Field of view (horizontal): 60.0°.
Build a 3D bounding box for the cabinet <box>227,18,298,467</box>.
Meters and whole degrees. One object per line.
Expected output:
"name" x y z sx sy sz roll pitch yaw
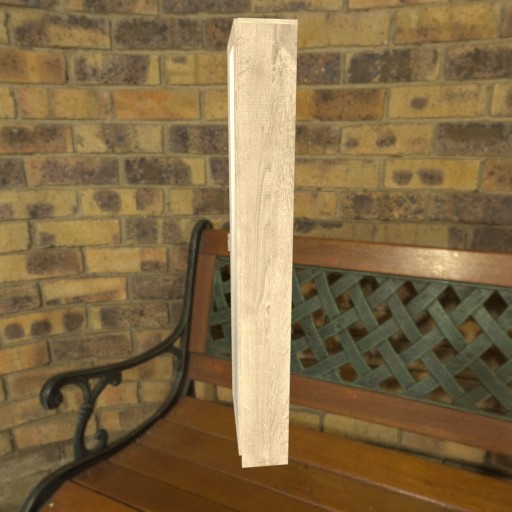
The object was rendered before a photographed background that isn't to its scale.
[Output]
"cabinet" 0.000 0.000 1.966 0.230 1.790 0.500 -2 15 -6
